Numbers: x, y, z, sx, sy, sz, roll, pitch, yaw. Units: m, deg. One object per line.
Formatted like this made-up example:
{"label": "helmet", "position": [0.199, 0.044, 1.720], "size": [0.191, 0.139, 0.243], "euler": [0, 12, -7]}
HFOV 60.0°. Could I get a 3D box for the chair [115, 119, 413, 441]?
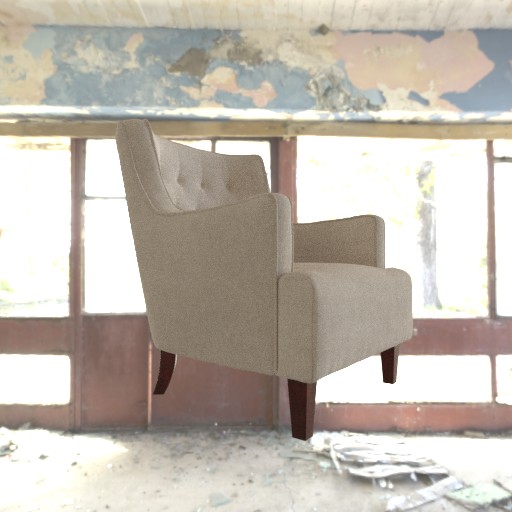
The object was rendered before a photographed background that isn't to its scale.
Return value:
{"label": "chair", "position": [0.000, 0.000, 1.590], "size": [0.910, 0.920, 0.781], "euler": [0, -1, 37]}
